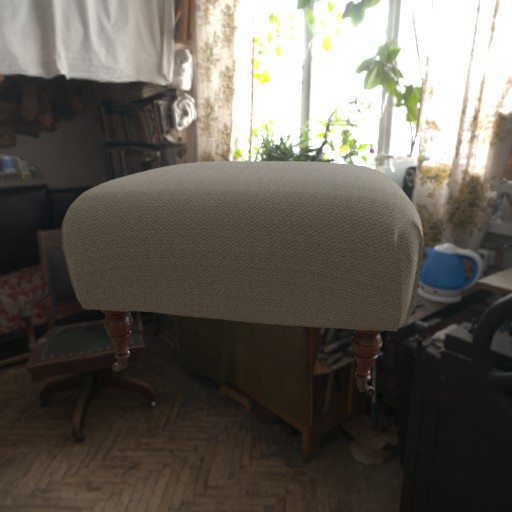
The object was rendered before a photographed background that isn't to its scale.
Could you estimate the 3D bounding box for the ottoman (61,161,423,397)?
[{"bbox_3d":[0.000,0.000,1.082,0.684,0.447,0.622,3,17,9],"label":"ottoman"}]
